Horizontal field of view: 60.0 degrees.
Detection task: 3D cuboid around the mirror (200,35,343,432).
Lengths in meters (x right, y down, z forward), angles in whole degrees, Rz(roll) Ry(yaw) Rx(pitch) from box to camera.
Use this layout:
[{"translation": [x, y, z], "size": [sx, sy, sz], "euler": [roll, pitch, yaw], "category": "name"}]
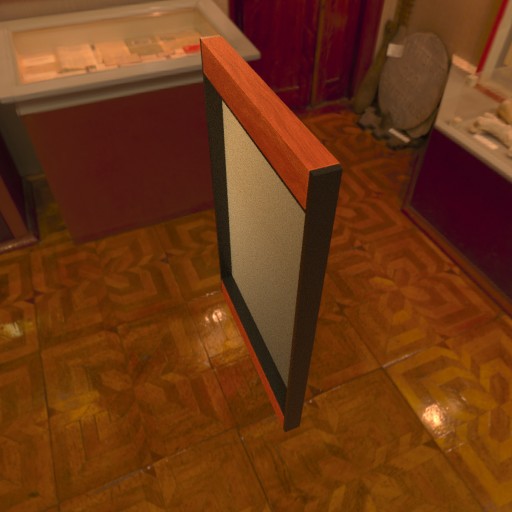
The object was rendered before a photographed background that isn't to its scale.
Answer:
[{"translation": [0.000, 0.000, 1.054], "size": [0.047, 0.823, 0.525], "euler": [-16, 48, -15], "category": "mirror"}]
